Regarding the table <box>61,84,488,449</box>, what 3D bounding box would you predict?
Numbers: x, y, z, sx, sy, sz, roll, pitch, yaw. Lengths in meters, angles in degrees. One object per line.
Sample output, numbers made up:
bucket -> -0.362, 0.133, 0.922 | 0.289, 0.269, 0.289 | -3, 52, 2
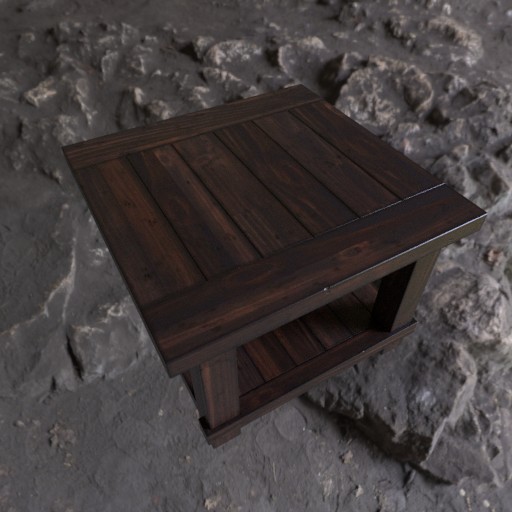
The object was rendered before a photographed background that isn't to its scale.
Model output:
table -> 0.000, 0.000, 1.011 | 0.606, 0.437, 0.593 | -22, 50, -20
